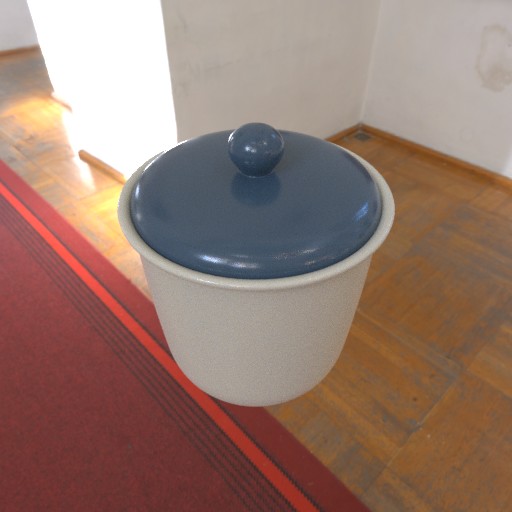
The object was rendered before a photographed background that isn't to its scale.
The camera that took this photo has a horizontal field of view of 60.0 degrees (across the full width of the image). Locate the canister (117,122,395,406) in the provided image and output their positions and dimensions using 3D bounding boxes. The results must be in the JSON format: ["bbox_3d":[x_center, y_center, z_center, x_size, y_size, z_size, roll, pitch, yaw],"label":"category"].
[{"bbox_3d":[0.000,0.000,0.336,0.182,0.208,0.182,0,41,0],"label":"canister"}]
